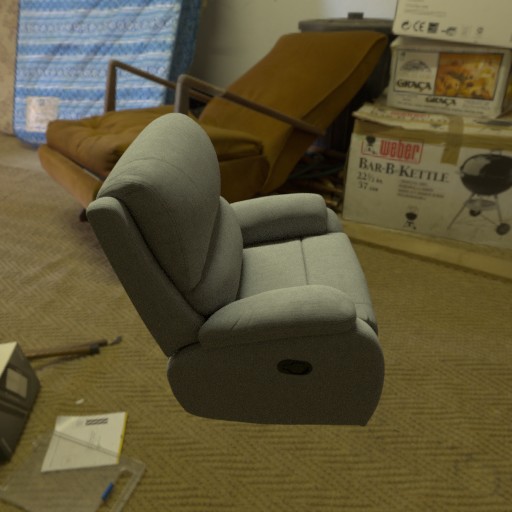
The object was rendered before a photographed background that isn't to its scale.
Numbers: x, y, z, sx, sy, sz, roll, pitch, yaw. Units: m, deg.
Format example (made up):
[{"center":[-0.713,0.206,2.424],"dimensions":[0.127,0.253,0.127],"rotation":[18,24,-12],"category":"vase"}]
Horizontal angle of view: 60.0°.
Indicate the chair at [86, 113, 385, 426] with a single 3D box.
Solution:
[{"center":[0.000,0.000,1.735],"dimensions":[0.899,1.011,0.930],"rotation":[0,31,1],"category":"chair"}]
